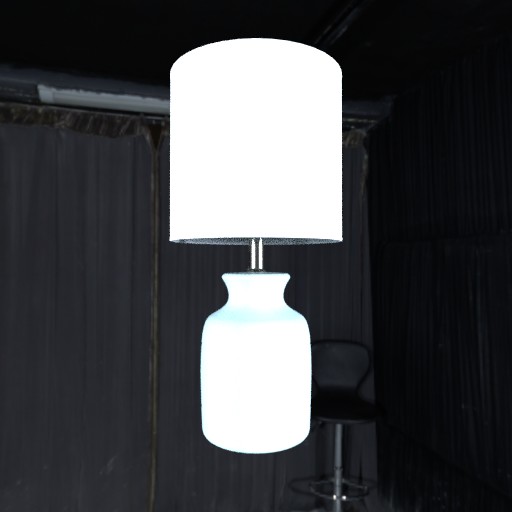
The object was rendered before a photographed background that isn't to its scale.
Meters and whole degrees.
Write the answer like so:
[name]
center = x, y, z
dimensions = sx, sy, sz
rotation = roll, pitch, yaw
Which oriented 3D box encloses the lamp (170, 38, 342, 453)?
[lamp]
center = 0.000, 0.000, 1.096
dimensions = 0.418, 0.871, 0.418
rotation = 0, -1, -18
